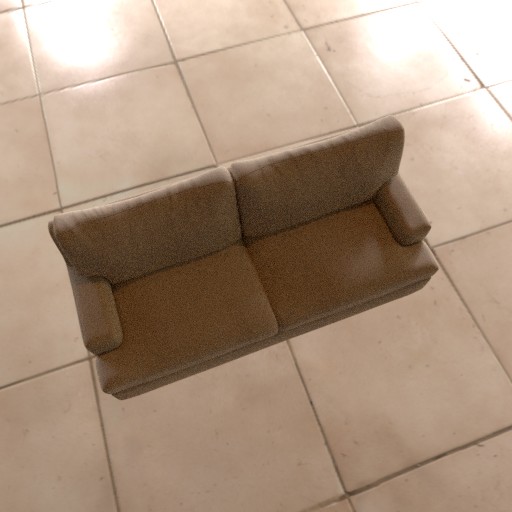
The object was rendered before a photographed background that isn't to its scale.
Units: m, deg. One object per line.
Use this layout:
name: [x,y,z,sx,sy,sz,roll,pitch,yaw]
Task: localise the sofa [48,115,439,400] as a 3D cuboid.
sofa: [0.000,0.000,2.678,2.147,0.925,0.929,-19,65,-9]
